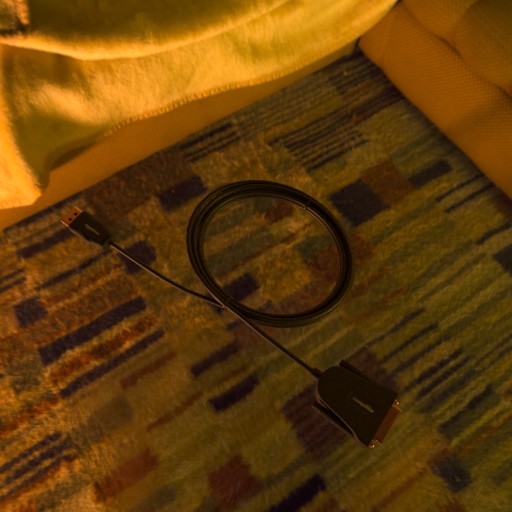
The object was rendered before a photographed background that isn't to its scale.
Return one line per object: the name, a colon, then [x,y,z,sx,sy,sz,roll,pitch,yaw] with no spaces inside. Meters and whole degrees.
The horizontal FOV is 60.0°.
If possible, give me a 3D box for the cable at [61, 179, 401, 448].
cable: [0.000,0.000,0.335,0.281,0.015,0.136,34,70,14]
